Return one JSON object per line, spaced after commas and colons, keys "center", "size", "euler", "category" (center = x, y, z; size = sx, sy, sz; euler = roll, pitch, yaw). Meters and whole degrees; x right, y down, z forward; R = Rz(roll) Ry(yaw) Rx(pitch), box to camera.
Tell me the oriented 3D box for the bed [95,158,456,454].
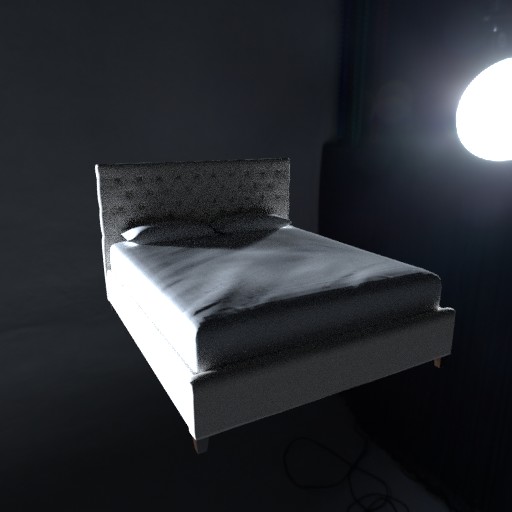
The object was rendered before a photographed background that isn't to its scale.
{"center": [0.000, 0.000, 3.689], "size": [2.078, 1.427, 2.387], "euler": [-8, 18, -27], "category": "bed"}
